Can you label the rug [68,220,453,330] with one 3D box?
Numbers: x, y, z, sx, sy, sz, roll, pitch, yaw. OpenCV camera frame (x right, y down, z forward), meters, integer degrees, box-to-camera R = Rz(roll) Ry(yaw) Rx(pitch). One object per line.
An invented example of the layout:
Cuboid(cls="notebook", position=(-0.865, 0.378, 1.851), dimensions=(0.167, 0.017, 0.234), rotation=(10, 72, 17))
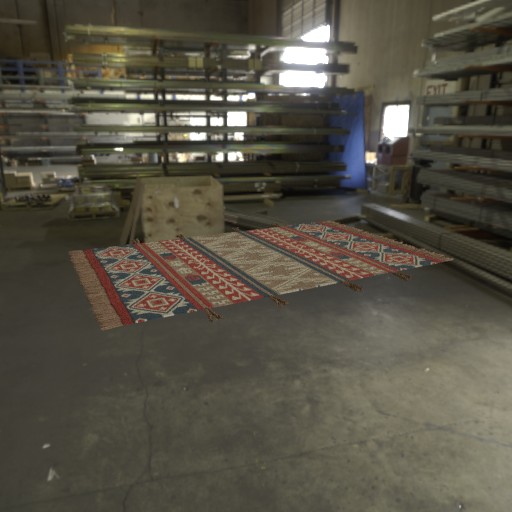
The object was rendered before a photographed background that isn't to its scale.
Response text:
Cuboid(cls="rug", position=(0.000, 0.000, 3.251), dimensions=(2.450, 0.048, 1.778), rotation=(-8, 19, -26))
